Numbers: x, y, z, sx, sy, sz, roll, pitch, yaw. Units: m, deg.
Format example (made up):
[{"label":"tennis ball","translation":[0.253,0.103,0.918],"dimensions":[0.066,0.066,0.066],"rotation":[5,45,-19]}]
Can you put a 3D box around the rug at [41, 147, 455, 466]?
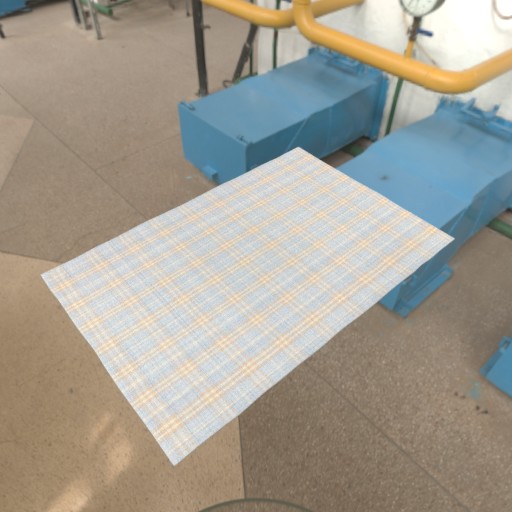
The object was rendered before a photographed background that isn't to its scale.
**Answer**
[{"label":"rug","translation":[0.000,0.000,2.337],"dimensions":[1.835,0.012,1.231],"rotation":[-32,53,-27]}]
